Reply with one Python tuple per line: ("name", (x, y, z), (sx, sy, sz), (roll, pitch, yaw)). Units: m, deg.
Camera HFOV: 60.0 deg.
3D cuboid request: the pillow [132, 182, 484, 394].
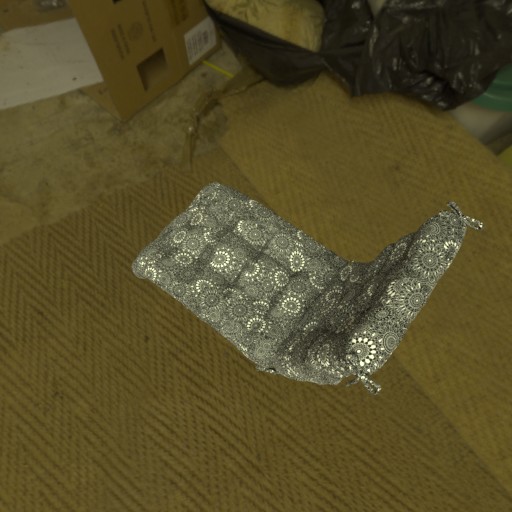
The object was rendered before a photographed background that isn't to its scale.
("pillow", (0.000, 0.000, 1.486), (1.016, 0.863, 0.526), (35, 69, 15))
